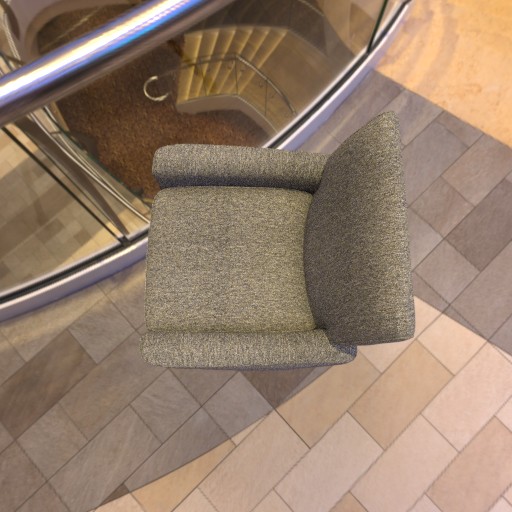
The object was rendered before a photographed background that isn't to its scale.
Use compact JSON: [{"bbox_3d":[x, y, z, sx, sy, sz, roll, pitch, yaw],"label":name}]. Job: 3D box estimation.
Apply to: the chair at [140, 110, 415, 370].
[{"bbox_3d":[0.000,0.000,1.689,0.864,1.014,0.848,1,76,0],"label":"chair"}]
